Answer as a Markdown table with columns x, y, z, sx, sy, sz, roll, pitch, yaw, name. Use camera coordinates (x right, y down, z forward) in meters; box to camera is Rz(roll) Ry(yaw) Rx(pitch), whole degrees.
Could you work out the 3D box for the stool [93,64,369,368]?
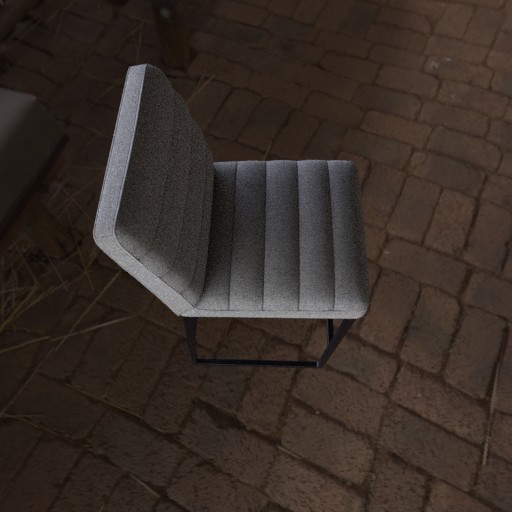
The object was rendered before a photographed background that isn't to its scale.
| x | y | z | sx | sy | sz | roll | pitch | yaw | name |
| --- | --- | --- | --- | --- | --- | --- | --- | --- | --- |
| 0.000 | 0.000 | 1.328 | 0.571 | 1.034 | 0.459 | 1 | 64 | 1 | stool |
